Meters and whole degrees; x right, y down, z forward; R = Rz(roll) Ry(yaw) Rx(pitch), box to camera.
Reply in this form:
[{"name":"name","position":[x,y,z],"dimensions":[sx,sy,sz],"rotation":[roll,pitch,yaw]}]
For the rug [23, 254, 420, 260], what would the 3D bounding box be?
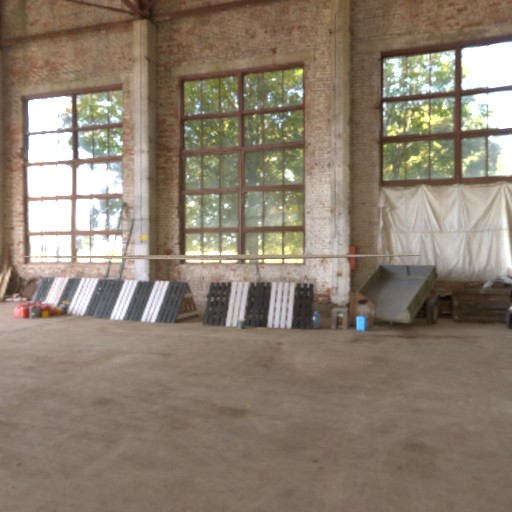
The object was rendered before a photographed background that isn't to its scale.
[{"name":"rug","position":[0.000,0.000,3.058],"dimensions":[1.523,0.008,2.438],"rotation":[0,1,36]}]
